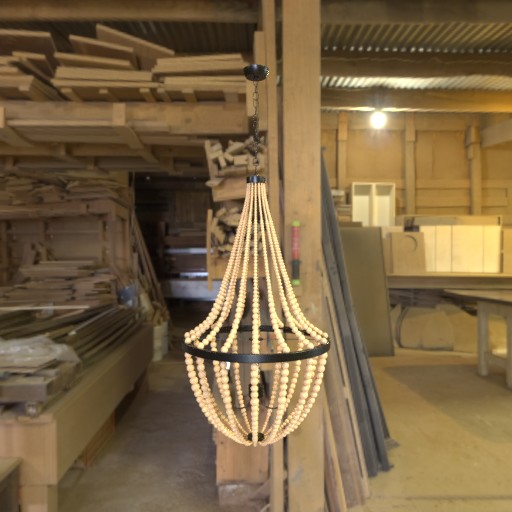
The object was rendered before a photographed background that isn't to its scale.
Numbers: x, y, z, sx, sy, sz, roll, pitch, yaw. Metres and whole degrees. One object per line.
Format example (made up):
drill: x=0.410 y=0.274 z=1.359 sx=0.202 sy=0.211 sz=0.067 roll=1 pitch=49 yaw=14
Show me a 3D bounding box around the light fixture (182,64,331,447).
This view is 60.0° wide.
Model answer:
light fixture: x=0.000 y=0.000 z=1.355 sx=0.450 sy=1.133 sz=0.450 roll=0 pitch=1 yaw=0
